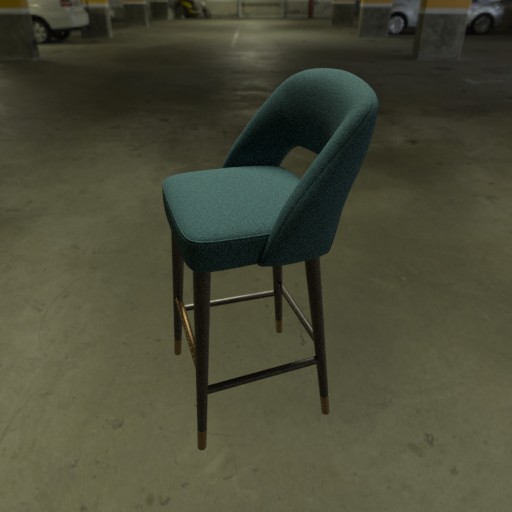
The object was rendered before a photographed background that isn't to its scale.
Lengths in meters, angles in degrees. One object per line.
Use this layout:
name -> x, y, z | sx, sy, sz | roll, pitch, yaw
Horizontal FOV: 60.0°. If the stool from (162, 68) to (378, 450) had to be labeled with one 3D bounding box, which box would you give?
stool -> 0.000, 0.000, 1.351 | 0.522, 1.032, 0.536 | -10, 32, -16
